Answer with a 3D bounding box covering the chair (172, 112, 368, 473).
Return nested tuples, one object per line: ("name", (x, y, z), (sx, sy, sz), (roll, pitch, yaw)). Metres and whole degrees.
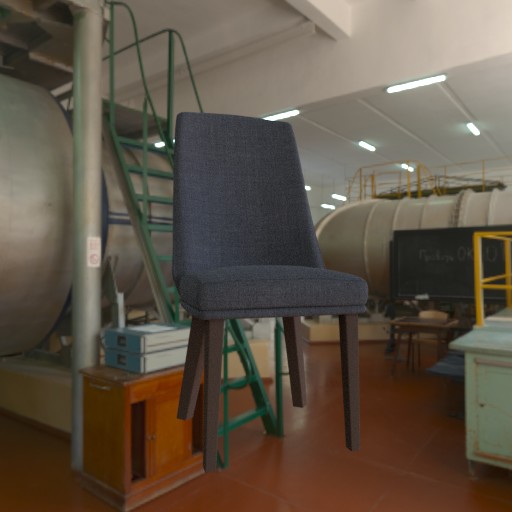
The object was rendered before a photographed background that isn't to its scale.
("chair", (0.000, 0.000, 1.380), (0.510, 1.050, 0.577), (0, -1, -18))
